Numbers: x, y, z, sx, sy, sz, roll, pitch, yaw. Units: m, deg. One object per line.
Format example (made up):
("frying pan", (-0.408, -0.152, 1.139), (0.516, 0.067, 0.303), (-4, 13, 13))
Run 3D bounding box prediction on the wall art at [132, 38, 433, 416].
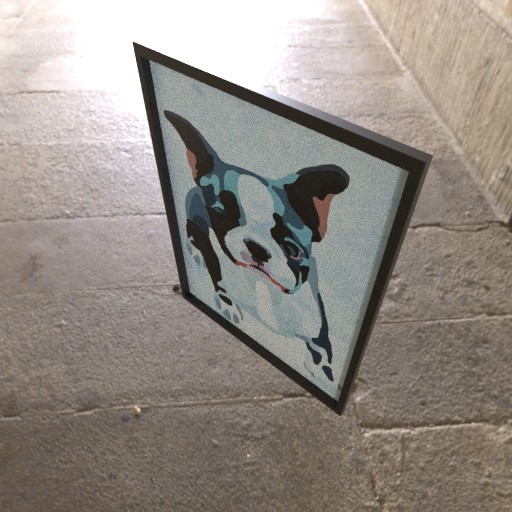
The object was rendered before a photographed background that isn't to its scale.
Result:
("wall art", (0.000, 0.000, 1.298), (0.774, 1.027, 0.030), (32, 55, 26))
